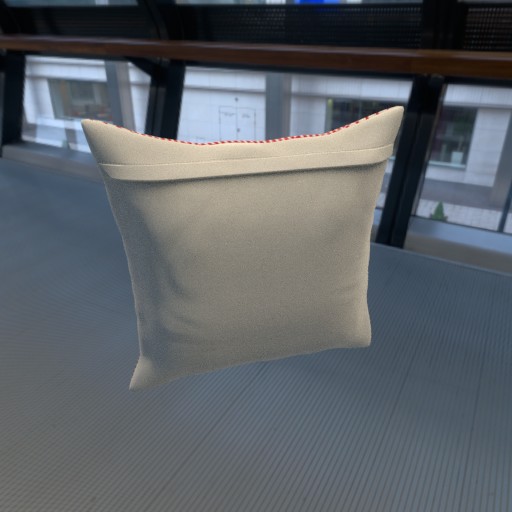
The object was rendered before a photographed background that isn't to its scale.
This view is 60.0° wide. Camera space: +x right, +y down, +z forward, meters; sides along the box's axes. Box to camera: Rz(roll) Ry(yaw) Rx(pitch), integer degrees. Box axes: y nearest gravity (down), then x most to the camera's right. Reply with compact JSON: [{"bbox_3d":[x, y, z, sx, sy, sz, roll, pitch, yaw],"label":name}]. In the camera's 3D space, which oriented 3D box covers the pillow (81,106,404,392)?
[{"bbox_3d":[0.000,0.000,0.722,0.463,0.454,0.160,-7,28,-14],"label":"pillow"}]
